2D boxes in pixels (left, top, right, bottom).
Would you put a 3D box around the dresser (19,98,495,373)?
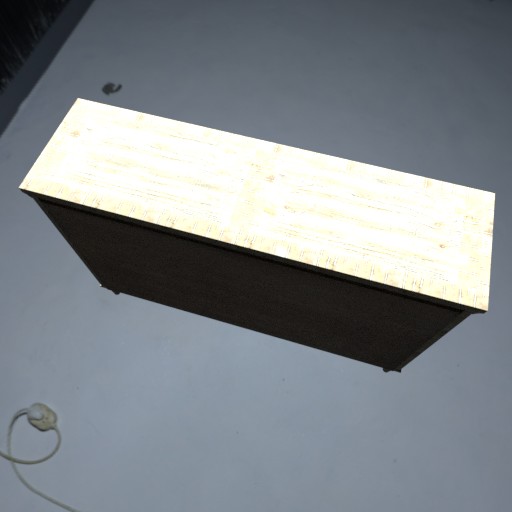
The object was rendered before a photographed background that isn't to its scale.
[{"bbox_3d":[0.000,0.000,2.023,1.626,1.016,0.457,15,64,7],"label":"dresser"}]
